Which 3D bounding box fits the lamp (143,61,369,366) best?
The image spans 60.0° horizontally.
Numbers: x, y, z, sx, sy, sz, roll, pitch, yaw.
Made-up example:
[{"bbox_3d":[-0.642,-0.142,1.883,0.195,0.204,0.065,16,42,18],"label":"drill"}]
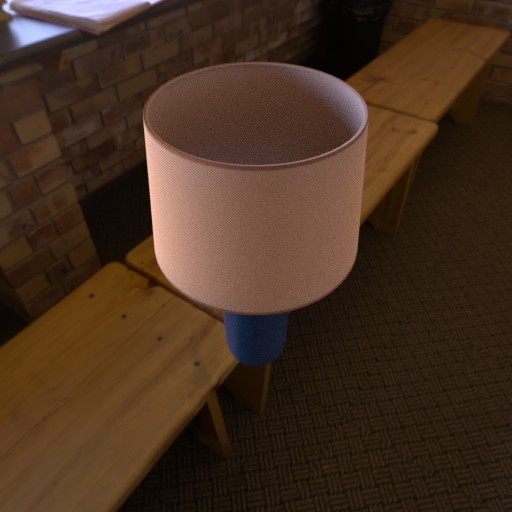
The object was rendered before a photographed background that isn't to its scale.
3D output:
[{"bbox_3d":[0.000,0.000,0.850,0.367,0.609,0.367,0,45,0],"label":"lamp"}]
